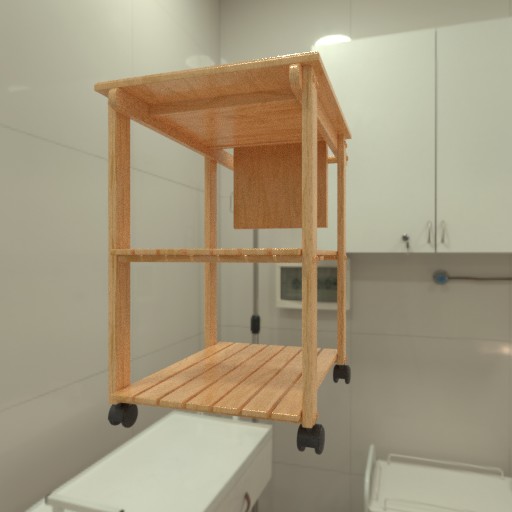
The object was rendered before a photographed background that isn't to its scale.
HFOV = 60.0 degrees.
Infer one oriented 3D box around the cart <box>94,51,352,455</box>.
[{"bbox_3d":[0.000,0.000,1.325,0.520,0.816,0.843,0,0,18],"label":"cart"}]
